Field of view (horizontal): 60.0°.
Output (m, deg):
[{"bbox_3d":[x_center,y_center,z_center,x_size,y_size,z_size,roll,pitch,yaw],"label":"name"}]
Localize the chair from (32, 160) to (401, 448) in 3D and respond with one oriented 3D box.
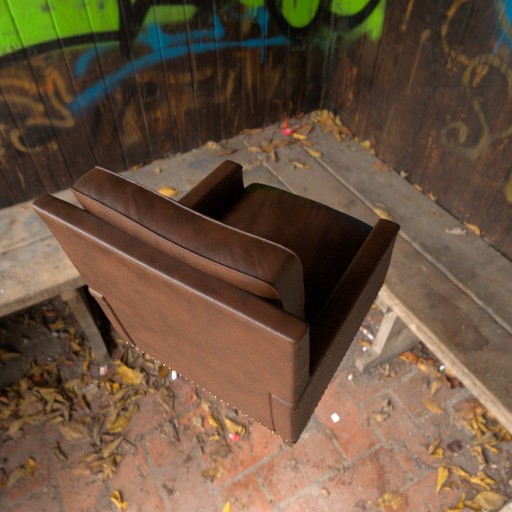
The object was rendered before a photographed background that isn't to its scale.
[{"bbox_3d":[0.000,0.000,1.705,0.854,1.054,1.035,25,52,21],"label":"chair"}]
